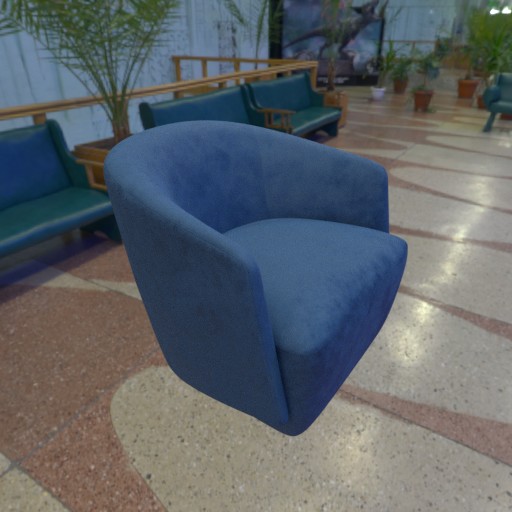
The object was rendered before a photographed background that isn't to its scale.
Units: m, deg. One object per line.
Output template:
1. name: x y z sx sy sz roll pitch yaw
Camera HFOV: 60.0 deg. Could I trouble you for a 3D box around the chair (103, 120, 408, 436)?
1. chair: 0.000 0.000 1.343 0.767 0.698 0.773 18 32 30
